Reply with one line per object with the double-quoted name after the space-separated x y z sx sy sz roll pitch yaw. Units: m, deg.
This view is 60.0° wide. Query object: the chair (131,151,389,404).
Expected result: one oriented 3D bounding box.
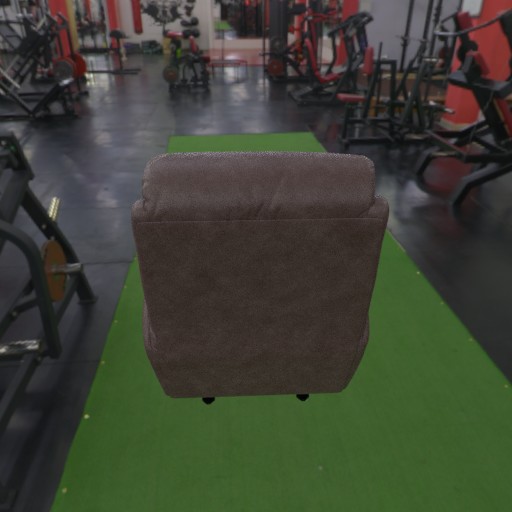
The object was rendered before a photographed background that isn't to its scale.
0.000 0.000 1.784 0.865 1.067 1.067 -1 29 -2 "chair"
